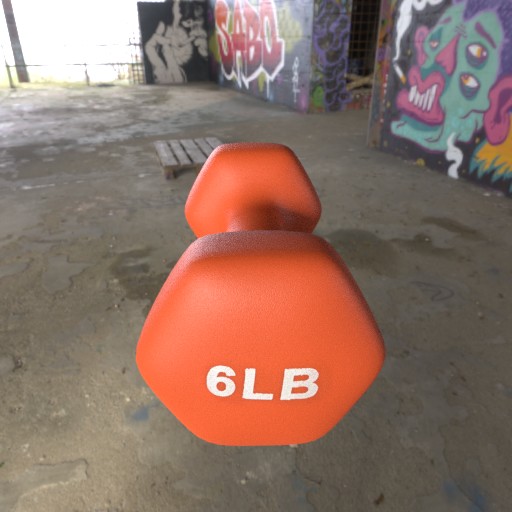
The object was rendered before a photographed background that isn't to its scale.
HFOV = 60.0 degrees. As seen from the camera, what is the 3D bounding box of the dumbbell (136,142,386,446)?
[{"bbox_3d":[0.000,0.000,0.198,0.079,0.071,0.162,0,26,-1],"label":"dumbbell"}]
